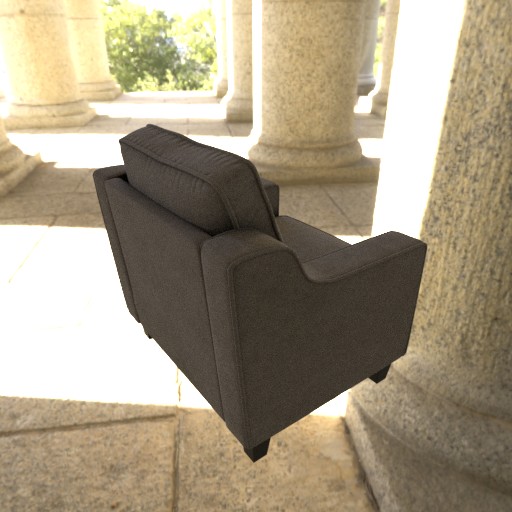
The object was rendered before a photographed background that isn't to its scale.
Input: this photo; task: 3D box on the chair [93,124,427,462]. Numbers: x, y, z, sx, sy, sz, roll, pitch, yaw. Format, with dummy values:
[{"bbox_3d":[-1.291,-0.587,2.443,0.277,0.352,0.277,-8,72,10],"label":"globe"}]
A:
[{"bbox_3d":[0.000,0.000,1.664,0.840,0.944,0.926,-19,32,-32],"label":"chair"}]
